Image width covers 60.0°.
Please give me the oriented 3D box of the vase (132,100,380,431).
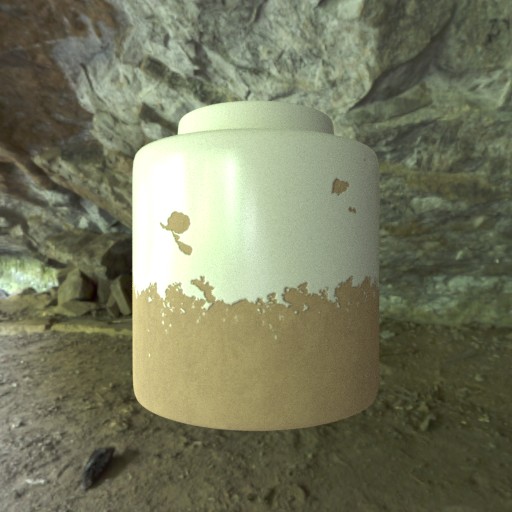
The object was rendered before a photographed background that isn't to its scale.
[{"bbox_3d":[0.000,0.000,0.285,0.153,0.167,0.153,0,0,0],"label":"vase"}]
